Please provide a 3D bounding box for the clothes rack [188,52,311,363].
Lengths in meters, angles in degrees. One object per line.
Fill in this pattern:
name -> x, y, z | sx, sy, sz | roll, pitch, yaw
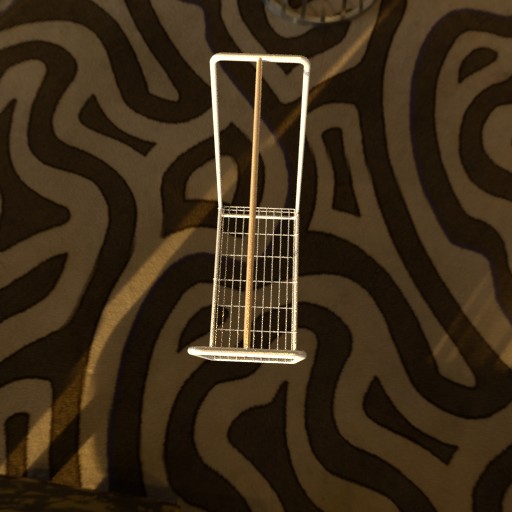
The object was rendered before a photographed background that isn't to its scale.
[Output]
clothes rack -> 0.000, 0.000, 1.964 | 0.495, 1.500, 0.900 | 2, 76, 1
